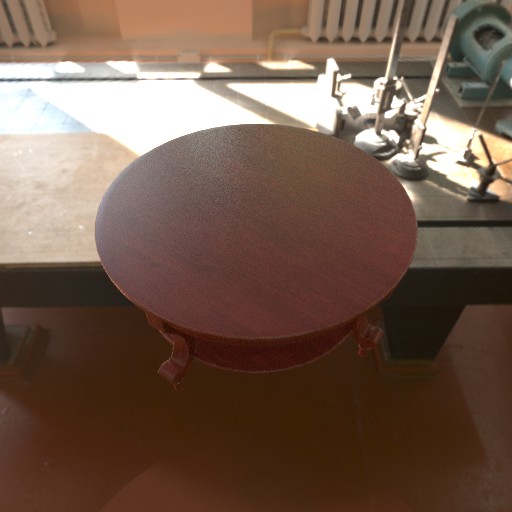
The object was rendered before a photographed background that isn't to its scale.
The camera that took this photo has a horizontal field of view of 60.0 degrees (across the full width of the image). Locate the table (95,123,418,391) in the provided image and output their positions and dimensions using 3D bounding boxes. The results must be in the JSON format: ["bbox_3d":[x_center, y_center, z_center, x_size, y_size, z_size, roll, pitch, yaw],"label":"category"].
[{"bbox_3d":[0.000,0.000,1.620,1.029,0.486,1.029,0,47,0],"label":"table"}]
